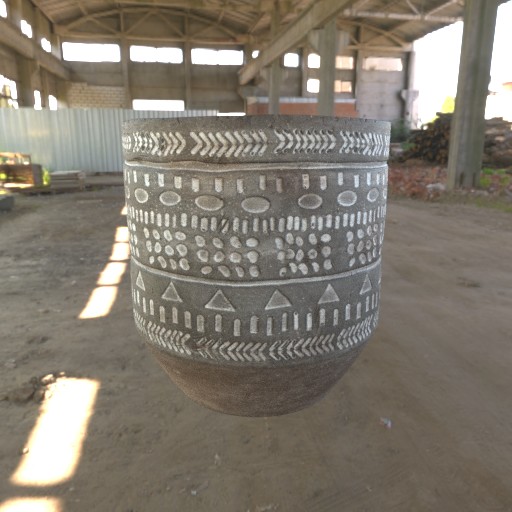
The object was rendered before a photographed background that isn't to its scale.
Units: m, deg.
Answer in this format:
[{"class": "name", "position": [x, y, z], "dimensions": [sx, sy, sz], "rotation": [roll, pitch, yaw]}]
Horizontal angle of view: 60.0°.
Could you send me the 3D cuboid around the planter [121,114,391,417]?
[{"class": "planter", "position": [0.000, 0.000, 0.221], "dimensions": [0.122, 0.128, 0.122], "rotation": [0, 14, 0]}]
